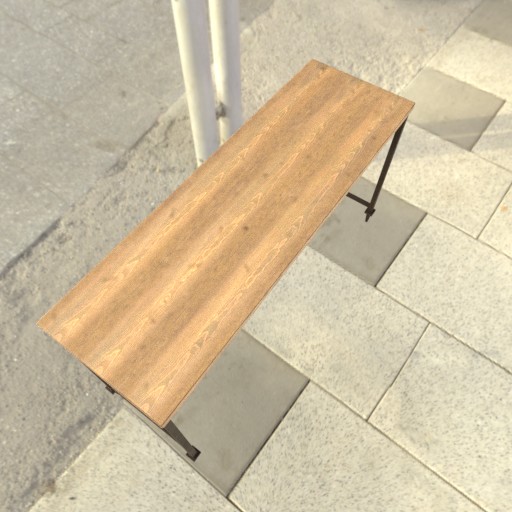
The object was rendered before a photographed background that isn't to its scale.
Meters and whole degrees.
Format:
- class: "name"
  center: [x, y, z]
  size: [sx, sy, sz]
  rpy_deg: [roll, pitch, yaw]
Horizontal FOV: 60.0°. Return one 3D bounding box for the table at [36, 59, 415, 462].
- class: "table"
  center: [0.000, 0.000, 2.097]
  size: [0.551, 0.902, 1.700]
  rpy_deg: [32, 64, 18]
